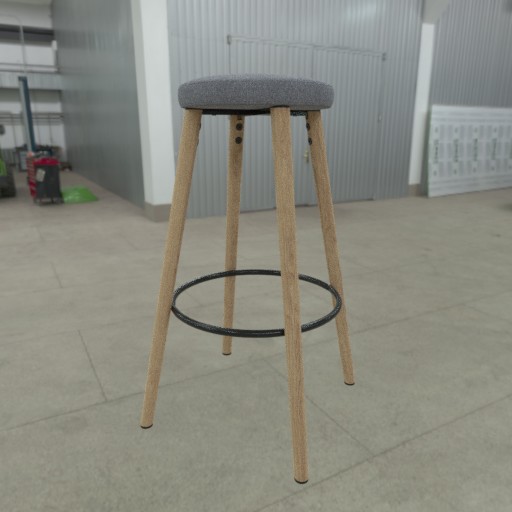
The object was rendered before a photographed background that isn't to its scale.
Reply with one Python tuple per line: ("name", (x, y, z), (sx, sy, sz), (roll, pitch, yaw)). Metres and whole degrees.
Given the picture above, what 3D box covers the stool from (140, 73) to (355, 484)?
("stool", (0.000, 0.000, 1.015), (0.410, 0.770, 0.410), (8, 18, 25))
